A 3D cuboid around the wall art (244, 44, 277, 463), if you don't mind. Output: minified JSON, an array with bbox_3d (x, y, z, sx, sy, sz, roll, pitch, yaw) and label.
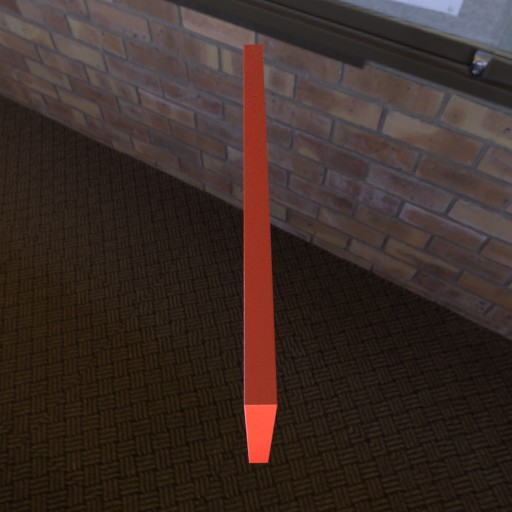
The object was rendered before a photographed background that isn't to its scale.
[{"bbox_3d":[0.000,0.000,0.772,0.033,0.405,0.607,-1,58,0],"label":"wall art"}]
